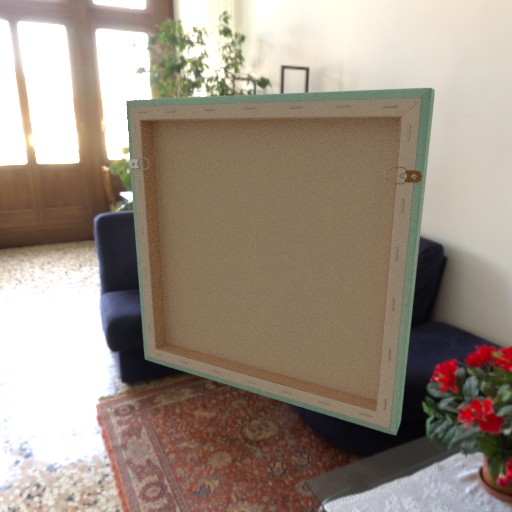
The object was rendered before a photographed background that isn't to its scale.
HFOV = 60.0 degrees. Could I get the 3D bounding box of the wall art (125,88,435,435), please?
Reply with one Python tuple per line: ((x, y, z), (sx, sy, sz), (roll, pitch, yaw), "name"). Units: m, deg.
((0.000, 0.000, 1.120), (0.765, 0.766, 0.054), (8, 18, 27), "wall art")
